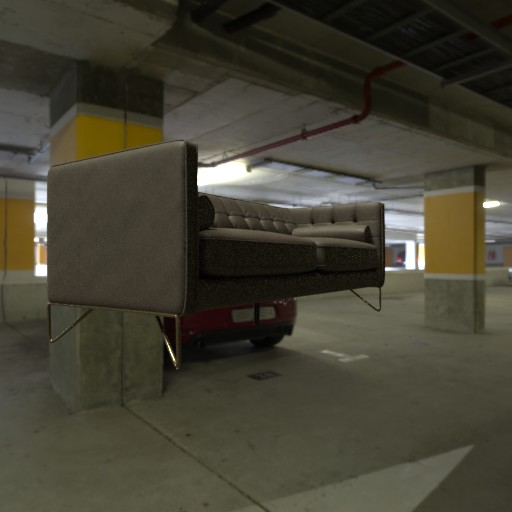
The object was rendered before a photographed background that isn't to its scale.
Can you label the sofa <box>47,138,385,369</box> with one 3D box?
[{"bbox_3d":[0.000,0.000,2.564,0.867,0.789,2.087,0,-1,34],"label":"sofa"}]
